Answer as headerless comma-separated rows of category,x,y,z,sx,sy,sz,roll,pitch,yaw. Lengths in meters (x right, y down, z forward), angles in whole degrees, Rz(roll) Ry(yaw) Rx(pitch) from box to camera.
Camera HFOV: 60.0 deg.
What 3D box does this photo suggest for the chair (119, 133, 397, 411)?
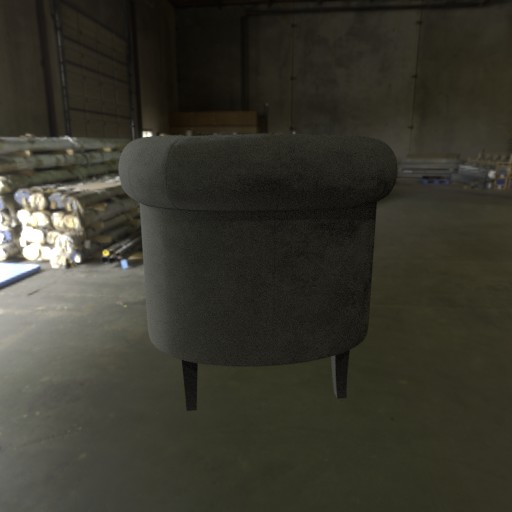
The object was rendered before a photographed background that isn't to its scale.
chair,0.000,0.000,1.569,0.904,0.826,0.851,-2,15,-8
